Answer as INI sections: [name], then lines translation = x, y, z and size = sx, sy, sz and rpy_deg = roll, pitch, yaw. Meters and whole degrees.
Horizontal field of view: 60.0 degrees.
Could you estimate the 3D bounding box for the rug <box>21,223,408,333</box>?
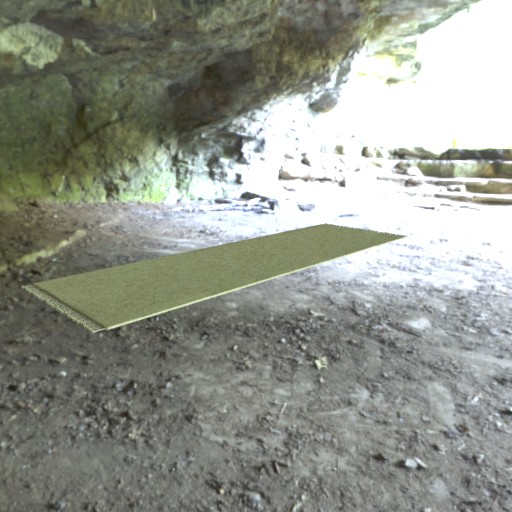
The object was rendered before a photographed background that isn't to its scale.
[rug]
translation = 0.000, 0.000, 2.823
size = 0.795, 0.015, 2.544
rpy_deg = 14, 20, 43
